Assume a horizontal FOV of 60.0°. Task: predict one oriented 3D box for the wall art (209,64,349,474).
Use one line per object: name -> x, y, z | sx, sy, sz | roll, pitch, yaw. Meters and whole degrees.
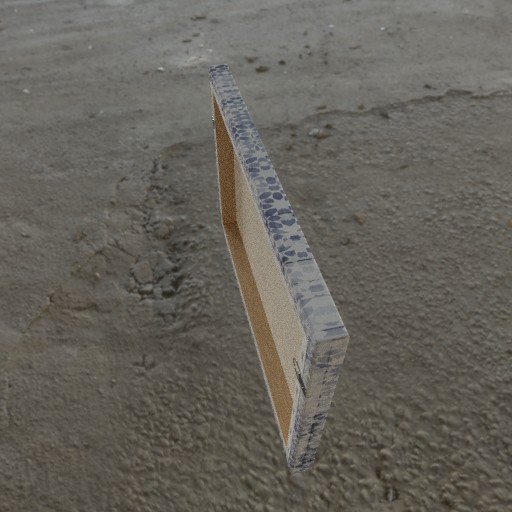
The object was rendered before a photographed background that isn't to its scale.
wall art -> 0.000, 0.000, 1.158 | 0.057, 0.608, 0.911 | -10, 49, -9
